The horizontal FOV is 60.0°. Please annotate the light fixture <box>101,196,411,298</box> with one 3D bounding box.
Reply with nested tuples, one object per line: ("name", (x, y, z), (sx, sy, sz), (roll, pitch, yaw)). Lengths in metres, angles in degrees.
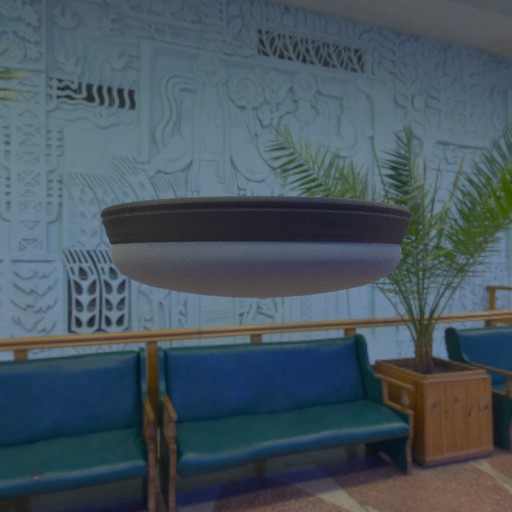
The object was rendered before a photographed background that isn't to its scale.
("light fixture", (0.000, 0.000, 0.556), (0.368, 0.100, 0.368), (0, 0, 0))
